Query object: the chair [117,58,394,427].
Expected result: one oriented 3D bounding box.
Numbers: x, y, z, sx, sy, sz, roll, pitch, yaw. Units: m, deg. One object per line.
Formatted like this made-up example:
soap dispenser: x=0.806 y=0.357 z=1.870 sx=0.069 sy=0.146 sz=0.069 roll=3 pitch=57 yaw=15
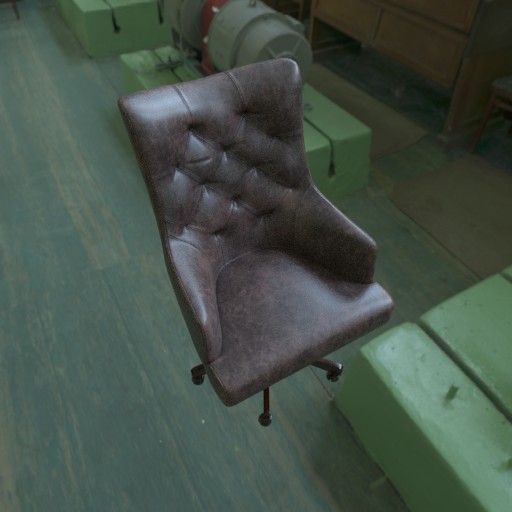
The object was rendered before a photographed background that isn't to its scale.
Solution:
chair: x=0.000 y=0.000 z=1.509 sx=0.641 sy=1.035 sz=0.762 roll=-23 pitch=50 yaw=-20
